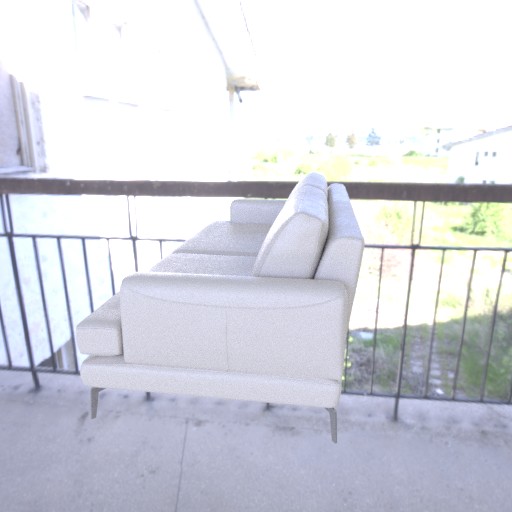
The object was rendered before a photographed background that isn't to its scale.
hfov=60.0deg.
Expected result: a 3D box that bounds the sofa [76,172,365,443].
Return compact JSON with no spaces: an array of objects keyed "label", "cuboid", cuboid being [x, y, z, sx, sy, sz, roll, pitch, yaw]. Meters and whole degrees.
[{"label":"sofa","cuboid":[0.000,0.000,2.346,0.974,0.765,1.940,2,16,8]}]
